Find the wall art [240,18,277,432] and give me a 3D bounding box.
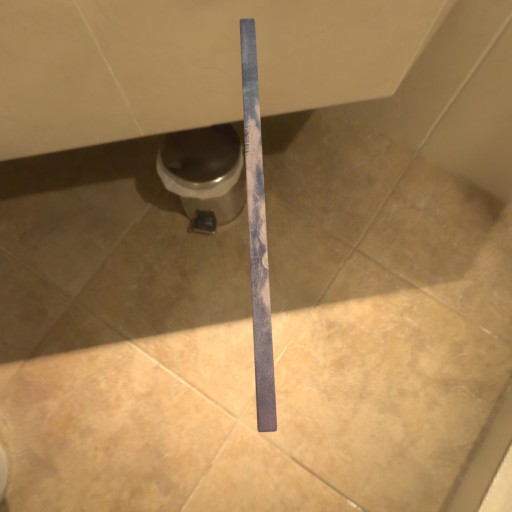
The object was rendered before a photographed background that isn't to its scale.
[{"bbox_3d":[0.000,0.000,1.332,0.035,0.897,0.888,-3,75,-1],"label":"wall art"}]
